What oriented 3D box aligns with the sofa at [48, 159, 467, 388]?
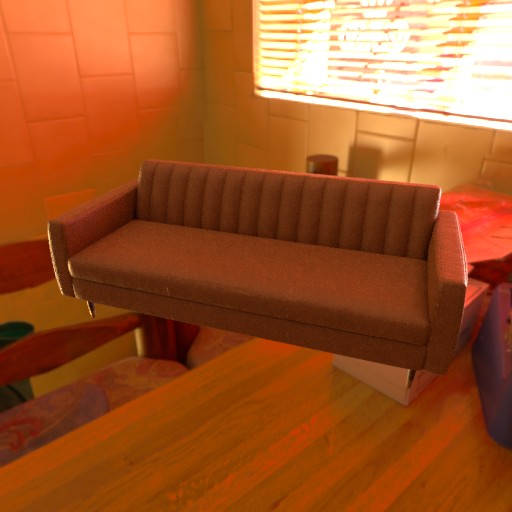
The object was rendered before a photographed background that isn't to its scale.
[{"bbox_3d":[0.000,0.000,2.691,2.291,0.821,0.990,9,27,17],"label":"sofa"}]
